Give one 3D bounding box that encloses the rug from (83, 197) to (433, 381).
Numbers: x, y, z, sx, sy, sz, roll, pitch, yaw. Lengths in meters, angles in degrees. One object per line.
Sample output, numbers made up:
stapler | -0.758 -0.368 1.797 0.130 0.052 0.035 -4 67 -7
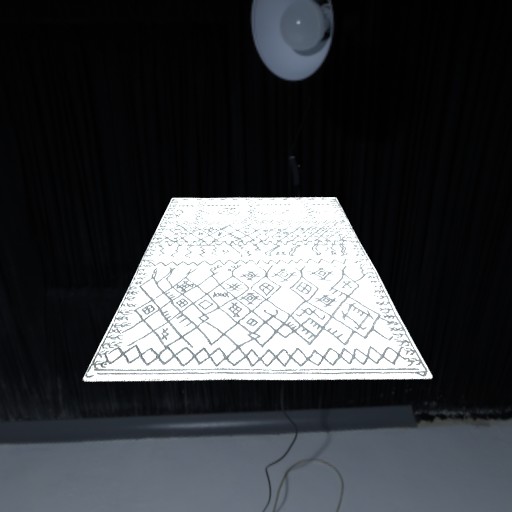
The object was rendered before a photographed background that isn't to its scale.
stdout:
rug | 0.000 0.000 3.027 1.530 0.012 2.444 0 26 -1
